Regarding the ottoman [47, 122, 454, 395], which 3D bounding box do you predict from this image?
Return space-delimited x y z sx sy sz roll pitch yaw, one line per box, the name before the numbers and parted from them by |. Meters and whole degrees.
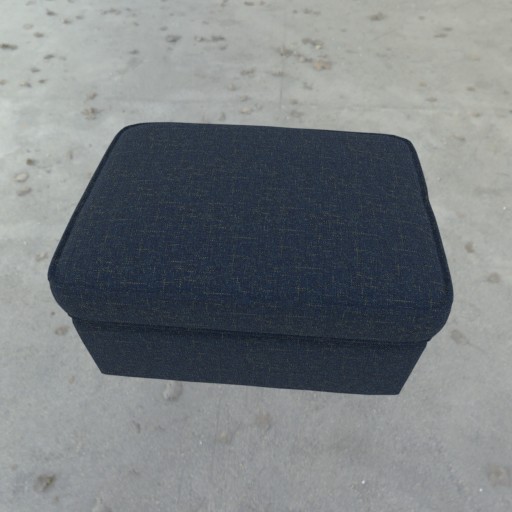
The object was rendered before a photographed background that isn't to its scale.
ottoman | 0.000 0.000 1.078 0.749 0.450 0.549 3 49 3
